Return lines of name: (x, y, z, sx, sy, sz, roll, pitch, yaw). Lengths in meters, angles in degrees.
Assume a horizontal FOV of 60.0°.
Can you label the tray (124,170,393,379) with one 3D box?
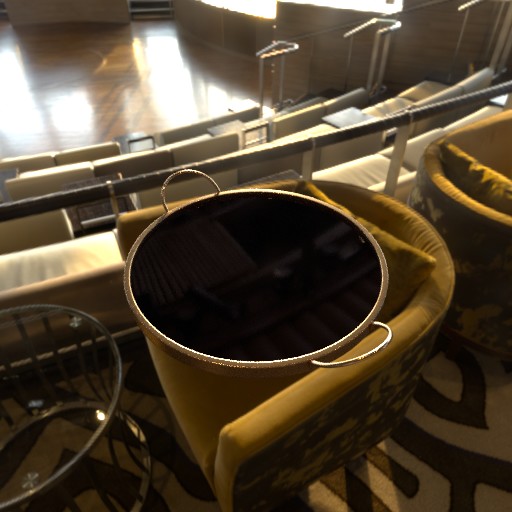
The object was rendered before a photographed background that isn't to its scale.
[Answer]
tray: (0.000, 0.000, 0.748, 0.438, 0.069, 0.543, -25, 47, -26)
